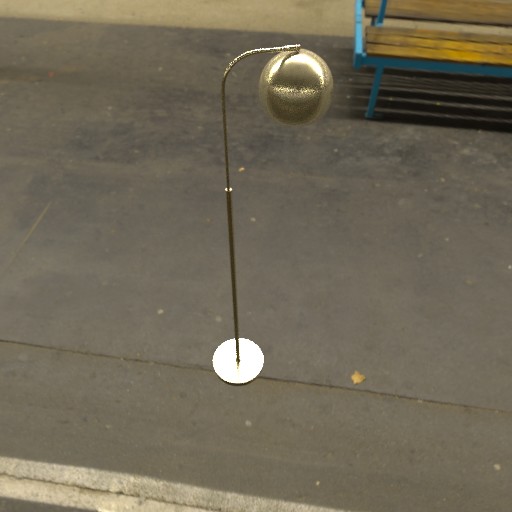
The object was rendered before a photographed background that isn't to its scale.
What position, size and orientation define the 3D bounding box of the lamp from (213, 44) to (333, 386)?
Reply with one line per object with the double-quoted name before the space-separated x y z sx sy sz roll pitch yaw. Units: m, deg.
"lamp" 0.000 0.000 1.676 0.431 1.526 0.250 -10 48 -9
